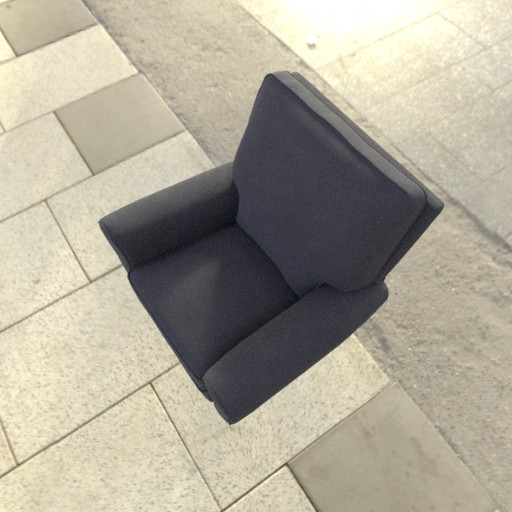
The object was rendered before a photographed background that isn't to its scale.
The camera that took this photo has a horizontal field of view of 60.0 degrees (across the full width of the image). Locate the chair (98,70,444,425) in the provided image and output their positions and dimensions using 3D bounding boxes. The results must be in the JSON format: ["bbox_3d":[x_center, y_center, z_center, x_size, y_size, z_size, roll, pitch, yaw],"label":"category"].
[{"bbox_3d":[0.000,0.000,1.660,0.878,0.961,0.890,-33,67,-16],"label":"chair"}]
